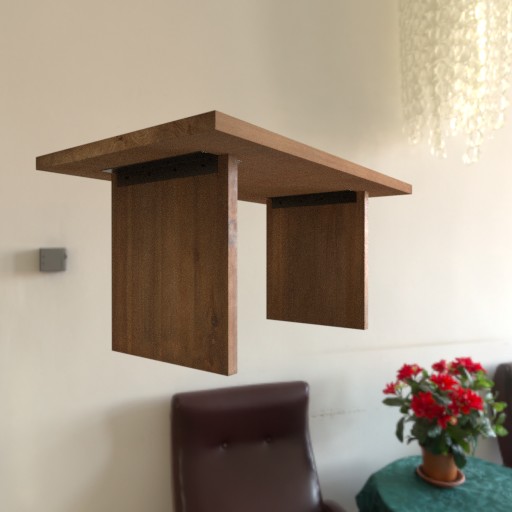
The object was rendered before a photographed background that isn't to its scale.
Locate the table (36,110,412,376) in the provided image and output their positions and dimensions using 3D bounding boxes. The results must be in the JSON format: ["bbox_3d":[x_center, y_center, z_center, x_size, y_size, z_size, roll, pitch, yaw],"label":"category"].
[{"bbox_3d":[0.000,0.000,2.093,0.946,0.780,1.609,0,0,37],"label":"table"}]
